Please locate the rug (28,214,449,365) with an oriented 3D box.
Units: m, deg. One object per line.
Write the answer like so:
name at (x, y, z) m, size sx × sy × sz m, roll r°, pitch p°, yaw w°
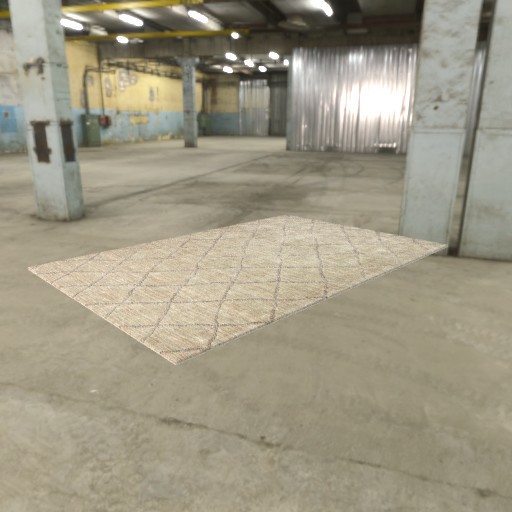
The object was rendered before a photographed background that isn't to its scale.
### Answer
rug at (0.000, 0.000, 2.855) m, size 2.280 × 0.015 × 1.521 m, roll -16°, pitch 23°, yaw -42°
